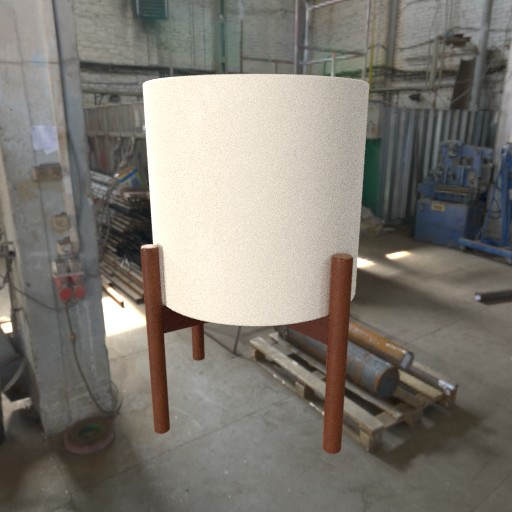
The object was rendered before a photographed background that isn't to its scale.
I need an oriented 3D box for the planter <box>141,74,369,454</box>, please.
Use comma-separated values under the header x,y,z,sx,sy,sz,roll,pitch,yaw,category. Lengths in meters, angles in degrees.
x,y,z,sx,sy,sz,roll,pitch,yaw,category
0.000,0.000,0.934,0.417,0.670,0.417,2,17,8,planter
